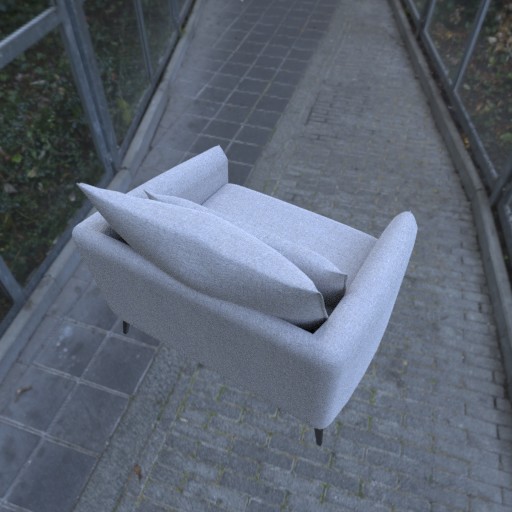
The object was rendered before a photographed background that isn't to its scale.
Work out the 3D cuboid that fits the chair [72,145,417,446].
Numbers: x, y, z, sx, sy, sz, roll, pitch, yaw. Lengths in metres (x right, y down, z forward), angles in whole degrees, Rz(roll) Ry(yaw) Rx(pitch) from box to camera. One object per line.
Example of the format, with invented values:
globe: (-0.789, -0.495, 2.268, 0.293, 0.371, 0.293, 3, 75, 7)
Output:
chair: (0.000, 0.000, 1.646, 1.029, 0.856, 0.801, 24, 51, 21)
